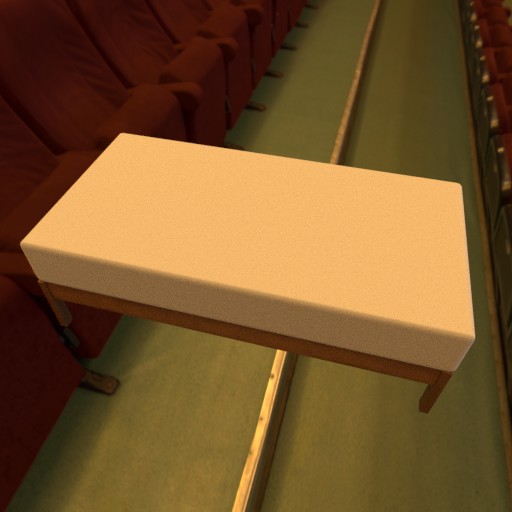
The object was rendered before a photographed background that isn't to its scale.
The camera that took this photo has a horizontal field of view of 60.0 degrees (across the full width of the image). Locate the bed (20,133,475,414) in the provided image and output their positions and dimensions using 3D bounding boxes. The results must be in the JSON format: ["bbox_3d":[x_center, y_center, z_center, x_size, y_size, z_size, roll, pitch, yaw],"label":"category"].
[{"bbox_3d":[0.000,0.000,2.298,1.902,0.616,0.961,11,47,10],"label":"bed"}]
